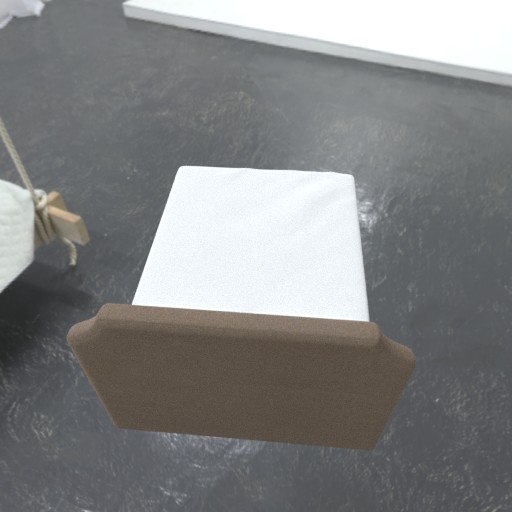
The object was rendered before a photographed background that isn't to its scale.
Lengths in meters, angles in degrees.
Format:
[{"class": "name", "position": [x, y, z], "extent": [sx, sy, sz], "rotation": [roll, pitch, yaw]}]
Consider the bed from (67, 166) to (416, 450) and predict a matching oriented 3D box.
[{"class": "bed", "position": [0.000, 0.000, 3.131], "extent": [1.693, 1.290, 2.116], "rotation": [4, 47, 3]}]
